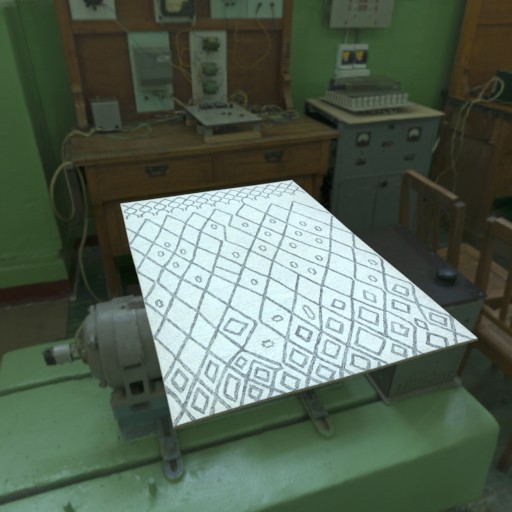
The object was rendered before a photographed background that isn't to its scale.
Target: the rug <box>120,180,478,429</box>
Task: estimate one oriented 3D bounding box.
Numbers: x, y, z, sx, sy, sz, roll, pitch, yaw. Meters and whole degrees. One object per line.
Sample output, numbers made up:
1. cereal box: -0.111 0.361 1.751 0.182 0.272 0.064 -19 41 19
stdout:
1. rug: 0.000 0.000 2.321 1.222 0.015 1.828 -11 33 -17
